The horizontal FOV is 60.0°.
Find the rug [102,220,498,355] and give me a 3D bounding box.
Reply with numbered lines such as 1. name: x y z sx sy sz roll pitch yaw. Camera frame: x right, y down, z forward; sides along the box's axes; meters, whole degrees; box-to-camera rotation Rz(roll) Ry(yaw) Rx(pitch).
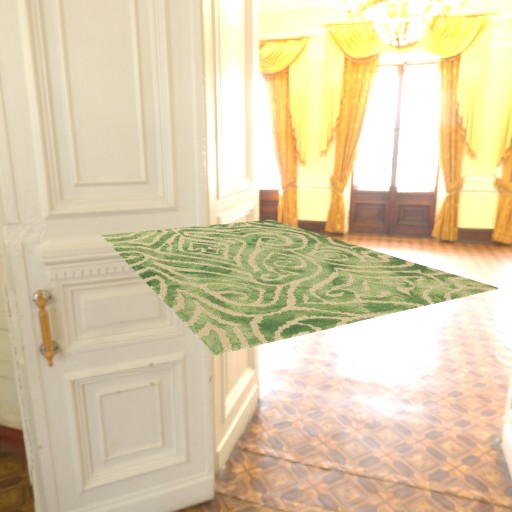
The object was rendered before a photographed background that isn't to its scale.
1. rug: 0.000 0.000 2.266 1.220 0.006 1.826 -7 16 -27
